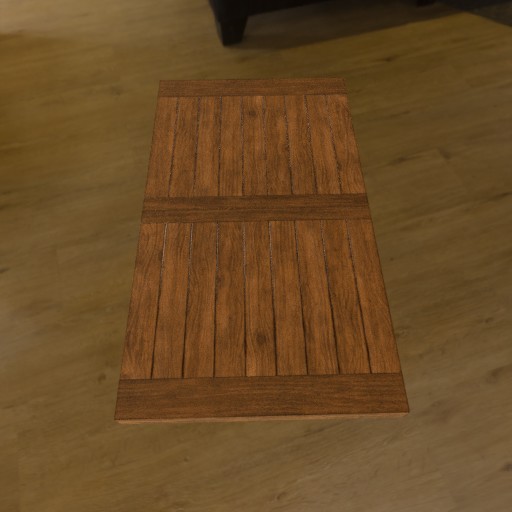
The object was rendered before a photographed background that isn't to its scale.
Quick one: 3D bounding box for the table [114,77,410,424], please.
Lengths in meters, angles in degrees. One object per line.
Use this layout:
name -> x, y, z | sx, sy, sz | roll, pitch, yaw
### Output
table -> 0.000, 0.000, 2.142 | 0.931, 0.757, 1.641 | -1, 59, -1
